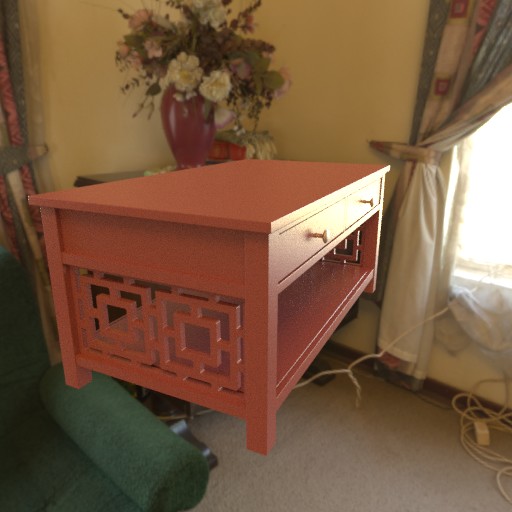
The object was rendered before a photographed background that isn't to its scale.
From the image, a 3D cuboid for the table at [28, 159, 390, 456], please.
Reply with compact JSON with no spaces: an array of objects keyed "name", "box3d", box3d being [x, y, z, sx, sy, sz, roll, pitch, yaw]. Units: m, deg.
[{"name":"table","box3d":[0.000,0.000,1.393,0.612,0.493,1.068,8,19,25]}]
